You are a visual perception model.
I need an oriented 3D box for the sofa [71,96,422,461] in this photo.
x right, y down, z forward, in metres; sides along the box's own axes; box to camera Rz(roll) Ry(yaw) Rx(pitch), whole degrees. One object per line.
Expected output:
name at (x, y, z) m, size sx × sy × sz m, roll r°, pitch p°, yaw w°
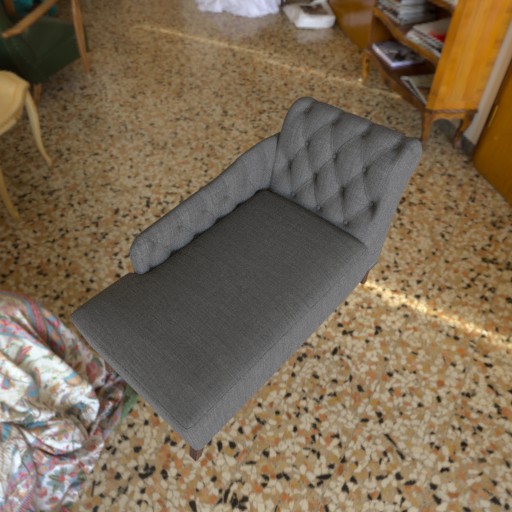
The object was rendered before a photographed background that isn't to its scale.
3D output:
sofa at (0.000, 0.000, 1.847) m, size 0.675 × 0.787 × 1.379 m, roll 33°, pitch 55°, yaw 28°
